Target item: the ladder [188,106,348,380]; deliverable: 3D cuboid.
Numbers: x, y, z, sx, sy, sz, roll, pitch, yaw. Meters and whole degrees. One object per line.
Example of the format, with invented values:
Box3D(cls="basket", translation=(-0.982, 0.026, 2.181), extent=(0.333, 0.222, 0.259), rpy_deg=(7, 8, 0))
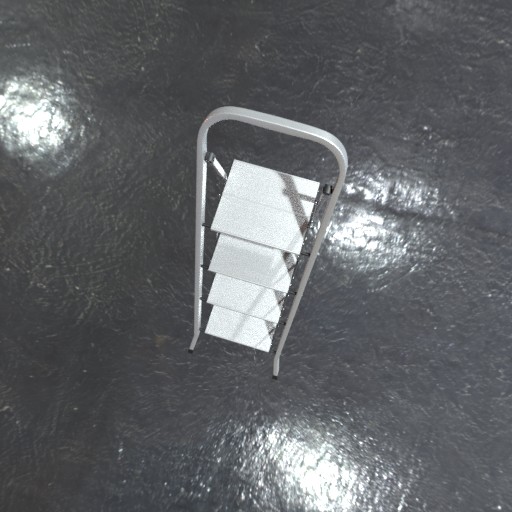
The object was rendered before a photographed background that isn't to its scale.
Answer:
Box3D(cls="ladder", translation=(0.000, 0.000, 1.683), extent=(0.465, 1.290, 0.830), rpy_deg=(16, 76, 4))
